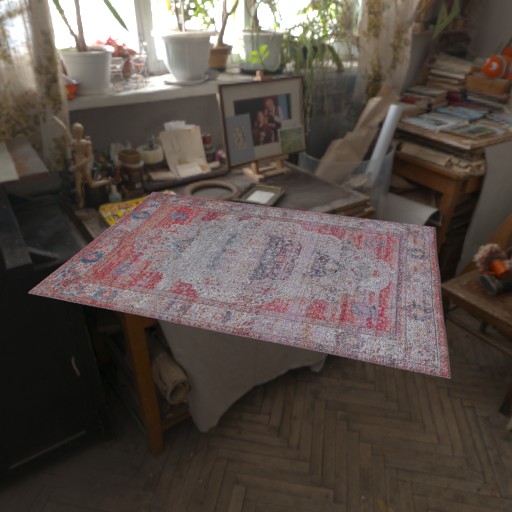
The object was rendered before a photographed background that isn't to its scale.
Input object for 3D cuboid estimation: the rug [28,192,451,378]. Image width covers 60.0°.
[{"bbox_3d":[0.000,0.000,2.315,1.829,0.006,1.219,9,33,14],"label":"rug"}]
